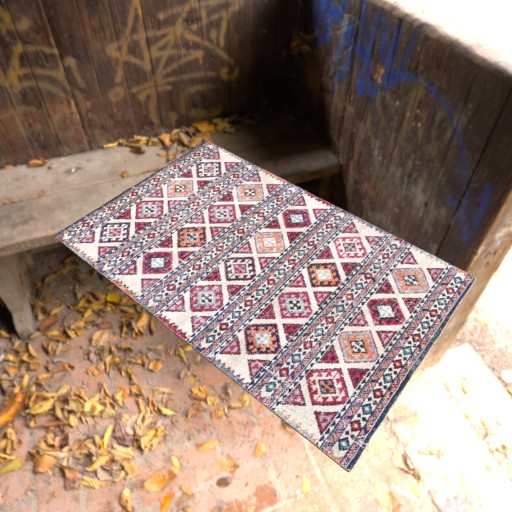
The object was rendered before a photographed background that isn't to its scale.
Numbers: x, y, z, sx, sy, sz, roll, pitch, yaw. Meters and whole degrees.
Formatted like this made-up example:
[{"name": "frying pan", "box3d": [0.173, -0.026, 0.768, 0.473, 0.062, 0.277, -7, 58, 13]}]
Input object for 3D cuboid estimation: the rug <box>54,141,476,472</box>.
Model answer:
[{"name": "rug", "box3d": [0.000, 0.000, 2.989, 2.440, 0.010, 1.545, 32, 55, 25]}]
